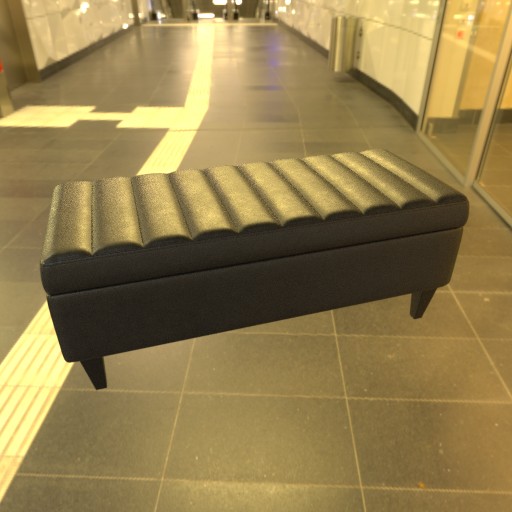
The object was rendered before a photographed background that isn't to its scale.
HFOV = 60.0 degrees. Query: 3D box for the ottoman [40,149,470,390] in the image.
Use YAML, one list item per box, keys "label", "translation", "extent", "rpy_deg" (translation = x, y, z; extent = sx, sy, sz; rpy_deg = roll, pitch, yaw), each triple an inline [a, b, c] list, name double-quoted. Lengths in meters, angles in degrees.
- label: "ottoman"
  translation: [0.000, 0.000, 1.401]
  extent: [1.151, 0.469, 0.482]
  rpy_deg: [-9, 33, -15]
